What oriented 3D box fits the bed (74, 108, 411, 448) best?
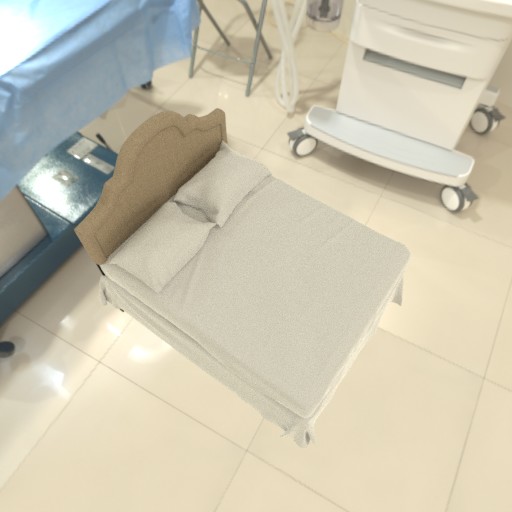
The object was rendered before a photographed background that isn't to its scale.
[{"bbox_3d":[0.000,0.000,3.446,2.222,1.634,1.780,32,63,18],"label":"bed"}]
